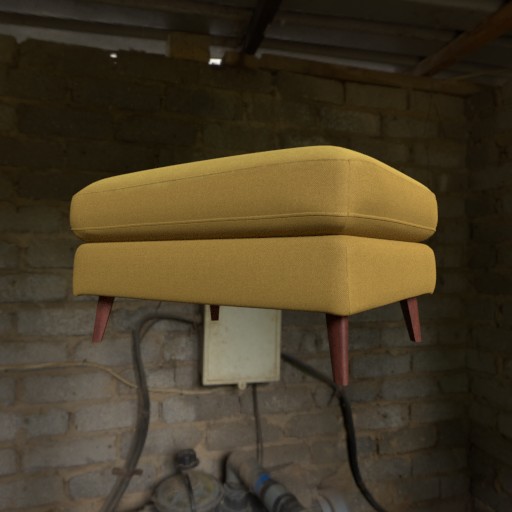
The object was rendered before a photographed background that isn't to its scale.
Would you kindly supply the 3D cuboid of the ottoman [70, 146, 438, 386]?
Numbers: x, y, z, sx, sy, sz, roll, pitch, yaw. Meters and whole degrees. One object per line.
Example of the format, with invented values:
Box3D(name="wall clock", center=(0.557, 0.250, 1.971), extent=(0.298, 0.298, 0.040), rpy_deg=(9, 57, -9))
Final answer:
Box3D(name="ottoman", center=(0.000, 0.000, 1.168), extent=(0.811, 0.449, 0.608), rpy_deg=(0, 0, 35))
